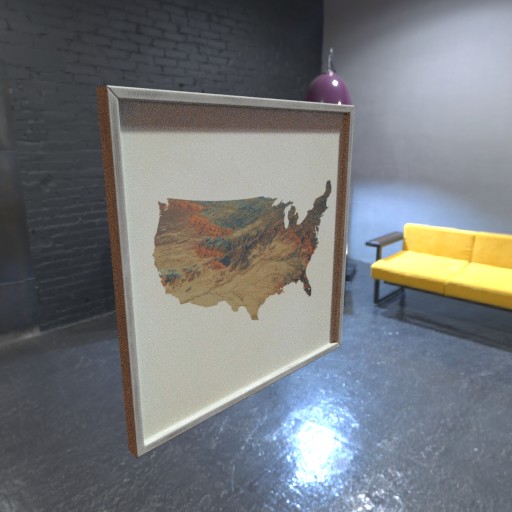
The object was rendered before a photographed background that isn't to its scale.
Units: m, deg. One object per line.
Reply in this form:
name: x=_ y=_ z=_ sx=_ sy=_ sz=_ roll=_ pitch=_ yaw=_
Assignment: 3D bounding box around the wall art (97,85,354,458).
wall art: x=0.000 y=0.000 z=0.451 sx=0.303 sy=0.303 sz=0.015 roll=-14 pitch=21 yaw=-43
